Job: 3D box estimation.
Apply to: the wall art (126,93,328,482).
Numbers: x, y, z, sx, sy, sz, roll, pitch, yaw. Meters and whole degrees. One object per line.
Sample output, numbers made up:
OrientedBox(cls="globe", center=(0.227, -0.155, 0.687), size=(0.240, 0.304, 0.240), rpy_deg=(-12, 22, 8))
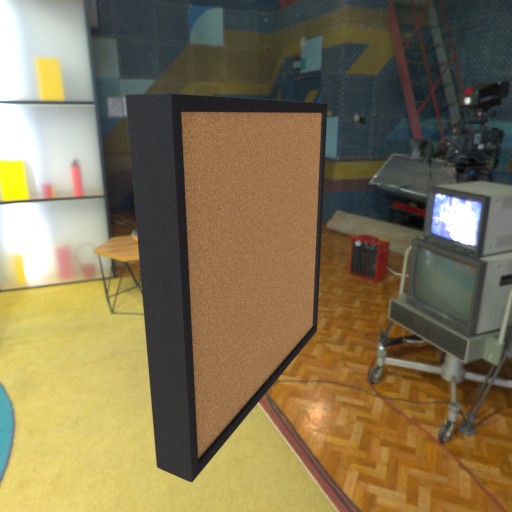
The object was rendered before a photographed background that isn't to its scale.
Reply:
OrientedBox(cls="wall art", center=(0.000, 0.000, 0.459), size=(0.037, 0.305, 0.305), rpy_deg=(9, 20, 26))
